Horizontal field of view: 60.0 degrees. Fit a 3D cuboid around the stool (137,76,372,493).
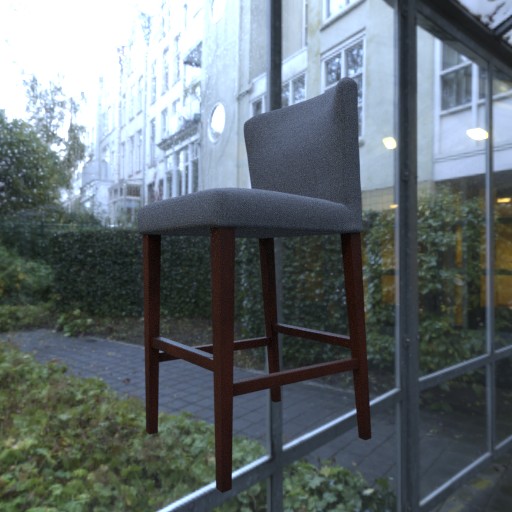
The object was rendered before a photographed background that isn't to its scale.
[{"bbox_3d":[0.000,0.000,1.326,0.568,1.069,0.486,0,0,-36],"label":"stool"}]
